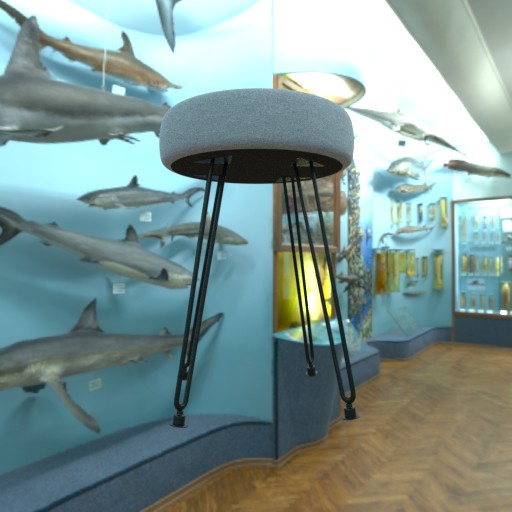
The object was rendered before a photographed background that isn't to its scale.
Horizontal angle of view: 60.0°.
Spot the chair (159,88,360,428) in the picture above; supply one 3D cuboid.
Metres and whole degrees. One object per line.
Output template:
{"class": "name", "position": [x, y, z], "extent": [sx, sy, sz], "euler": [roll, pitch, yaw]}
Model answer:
{"class": "chair", "position": [0.000, 0.000, 0.697], "extent": [0.350, 0.440, 0.350], "euler": [0, -1, 38]}
